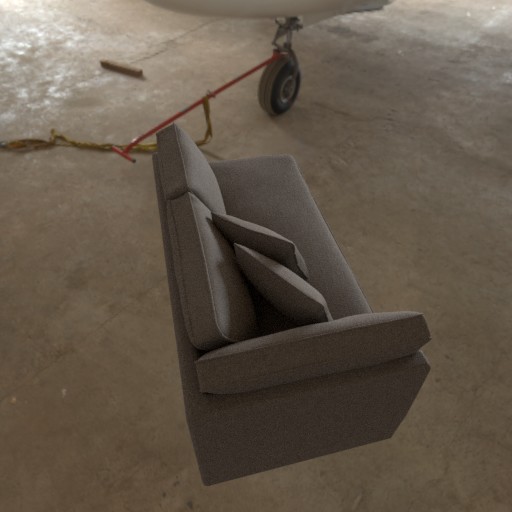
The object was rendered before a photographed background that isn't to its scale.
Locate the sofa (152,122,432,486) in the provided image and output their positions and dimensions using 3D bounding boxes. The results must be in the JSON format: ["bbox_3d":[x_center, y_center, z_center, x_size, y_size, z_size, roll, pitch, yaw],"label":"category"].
[{"bbox_3d":[0.000,0.000,2.780,1.110,1.033,2.237,-10,46,-9],"label":"sofa"}]
